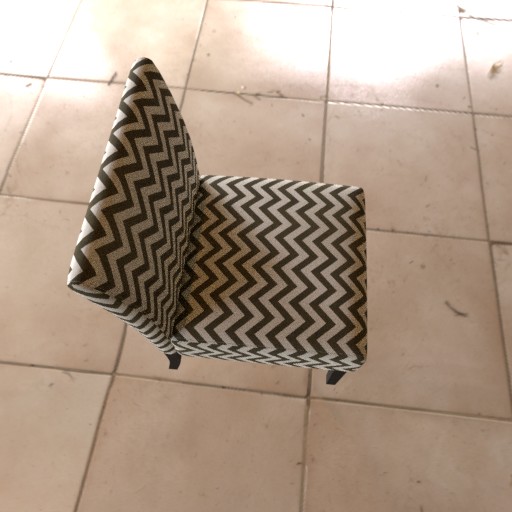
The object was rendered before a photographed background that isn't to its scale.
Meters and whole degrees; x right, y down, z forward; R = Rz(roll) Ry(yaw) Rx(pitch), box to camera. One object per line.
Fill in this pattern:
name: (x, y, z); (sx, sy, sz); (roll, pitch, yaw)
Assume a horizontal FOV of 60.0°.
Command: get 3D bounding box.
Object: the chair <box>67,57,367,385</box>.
chair: (0.000, 0.000, 1.272); (0.648, 0.838, 0.589); (5, 64, 2)
